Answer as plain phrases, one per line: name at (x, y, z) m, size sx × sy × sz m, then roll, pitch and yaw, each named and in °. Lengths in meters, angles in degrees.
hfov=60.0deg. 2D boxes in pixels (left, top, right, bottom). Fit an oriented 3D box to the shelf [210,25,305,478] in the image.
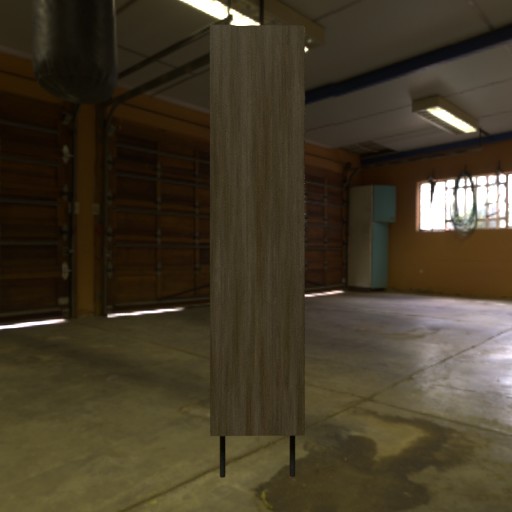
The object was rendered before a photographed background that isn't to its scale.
shelf at (0.000, 0.000, 1.819) m, size 0.323 × 1.545 × 0.670 m, roll 0°, pitch 0°, yaw -1°
